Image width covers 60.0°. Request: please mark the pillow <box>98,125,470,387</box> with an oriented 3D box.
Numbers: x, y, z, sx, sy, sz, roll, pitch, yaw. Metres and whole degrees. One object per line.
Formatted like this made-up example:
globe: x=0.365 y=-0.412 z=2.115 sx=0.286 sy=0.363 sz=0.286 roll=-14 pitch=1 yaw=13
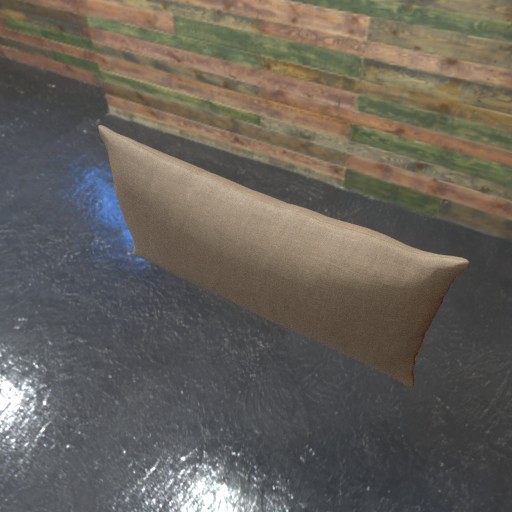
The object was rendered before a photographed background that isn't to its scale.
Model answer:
pillow: x=0.000 y=0.000 z=0.739 sx=0.612 sy=0.308 sz=0.148 roll=23 pitch=50 yaw=21
